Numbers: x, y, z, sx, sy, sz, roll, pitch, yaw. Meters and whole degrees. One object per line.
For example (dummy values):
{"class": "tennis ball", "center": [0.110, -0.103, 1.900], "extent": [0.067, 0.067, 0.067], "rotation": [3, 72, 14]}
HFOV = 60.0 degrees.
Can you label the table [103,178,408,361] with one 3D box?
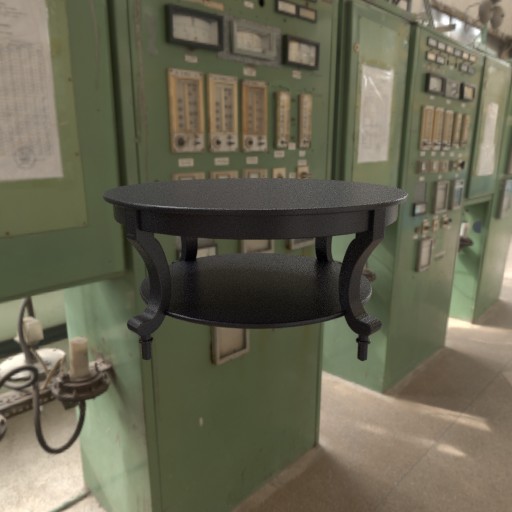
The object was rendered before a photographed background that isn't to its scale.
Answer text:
{"class": "table", "center": [0.000, 0.000, 1.628], "extent": [1.029, 0.491, 1.029], "rotation": [0, 14, 0]}
